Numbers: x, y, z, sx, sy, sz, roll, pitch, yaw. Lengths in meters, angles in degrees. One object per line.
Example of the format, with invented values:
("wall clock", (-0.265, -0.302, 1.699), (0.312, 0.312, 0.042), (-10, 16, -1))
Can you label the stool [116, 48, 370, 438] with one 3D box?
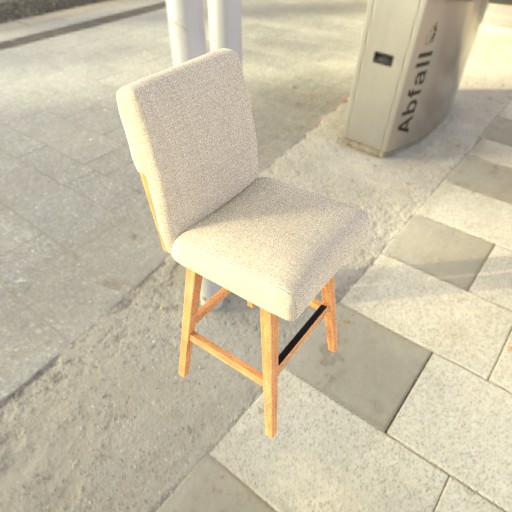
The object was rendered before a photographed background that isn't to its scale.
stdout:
("stool", (0.000, 0.000, 1.440), (0.569, 1.106, 0.483), (26, 47, 26))
